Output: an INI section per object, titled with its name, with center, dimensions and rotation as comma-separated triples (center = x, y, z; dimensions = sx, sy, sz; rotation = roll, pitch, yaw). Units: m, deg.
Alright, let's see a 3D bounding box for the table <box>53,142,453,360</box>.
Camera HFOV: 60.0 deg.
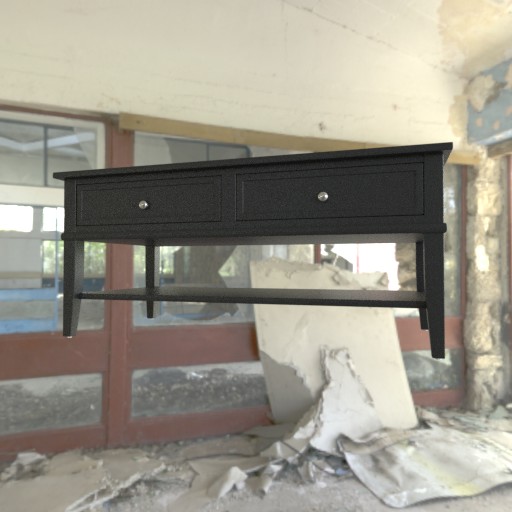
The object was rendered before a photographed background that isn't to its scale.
[table]
center = 0.000, 0.000, 1.344
dimensions = 1.044, 0.470, 0.523
rotation = 0, -1, 17
